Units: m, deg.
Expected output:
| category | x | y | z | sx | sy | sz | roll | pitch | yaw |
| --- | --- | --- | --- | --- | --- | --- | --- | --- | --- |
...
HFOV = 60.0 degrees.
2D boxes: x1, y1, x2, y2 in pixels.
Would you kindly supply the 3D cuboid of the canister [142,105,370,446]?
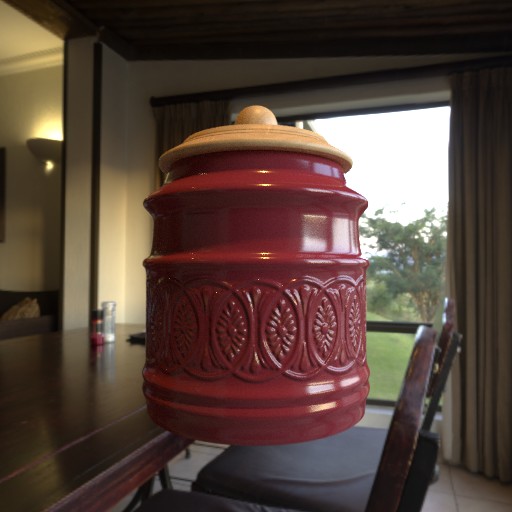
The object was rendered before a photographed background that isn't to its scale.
| category | x | y | z | sx | sy | sz | roll | pitch | yaw |
| --- | --- | --- | --- | --- | --- | --- | --- | --- | --- |
| canister | 0.000 | 0.000 | 0.261 | 0.130 | 0.176 | 0.130 | 0 | -1 | 0 |
